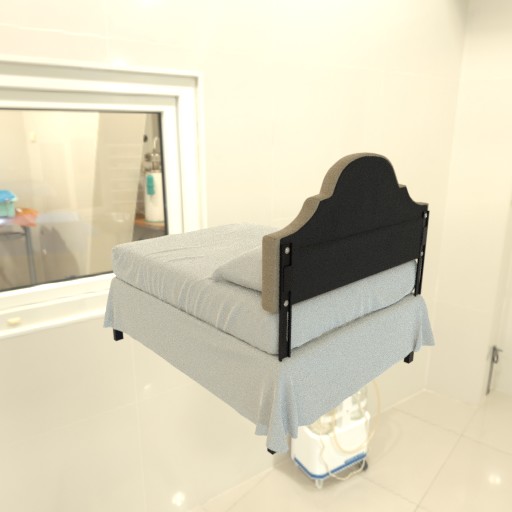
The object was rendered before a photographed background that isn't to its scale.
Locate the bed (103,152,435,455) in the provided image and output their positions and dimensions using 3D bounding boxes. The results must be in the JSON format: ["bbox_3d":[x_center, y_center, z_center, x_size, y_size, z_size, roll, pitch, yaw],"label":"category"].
[{"bbox_3d":[0.000,0.000,3.468,1.780,1.634,2.222,-14,21,-41],"label":"bed"}]
